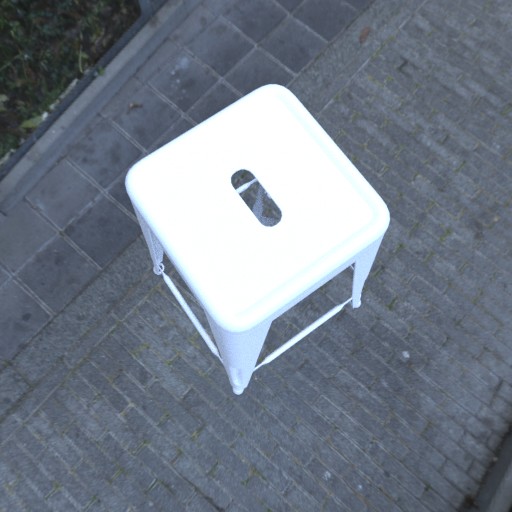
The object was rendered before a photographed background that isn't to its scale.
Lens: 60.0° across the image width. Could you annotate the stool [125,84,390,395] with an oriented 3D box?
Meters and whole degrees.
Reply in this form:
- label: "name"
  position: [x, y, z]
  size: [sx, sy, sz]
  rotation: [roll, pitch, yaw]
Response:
- label: "stool"
  position: [0.000, 0.000, 0.892]
  size: [0.406, 0.610, 0.406]
  rotation: [-34, 77, -9]
